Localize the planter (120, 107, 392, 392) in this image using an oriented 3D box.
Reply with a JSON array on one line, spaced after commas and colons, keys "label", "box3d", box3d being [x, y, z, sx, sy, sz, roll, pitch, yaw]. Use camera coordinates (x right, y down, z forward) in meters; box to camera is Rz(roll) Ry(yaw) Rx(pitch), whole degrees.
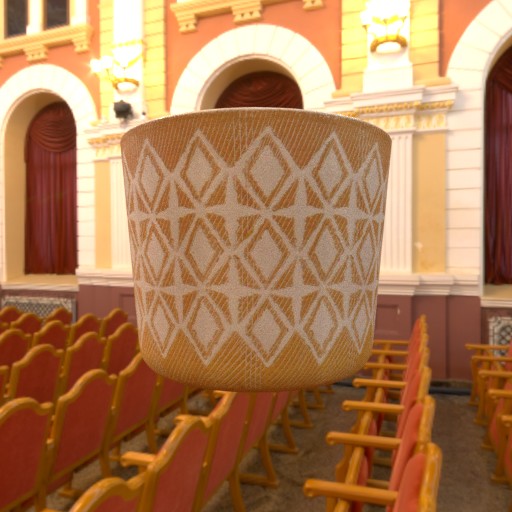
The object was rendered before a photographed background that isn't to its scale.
[{"label": "planter", "box3d": [0.000, 0.000, 0.216, 0.126, 0.104, 0.126, 0, 1, 0]}]
